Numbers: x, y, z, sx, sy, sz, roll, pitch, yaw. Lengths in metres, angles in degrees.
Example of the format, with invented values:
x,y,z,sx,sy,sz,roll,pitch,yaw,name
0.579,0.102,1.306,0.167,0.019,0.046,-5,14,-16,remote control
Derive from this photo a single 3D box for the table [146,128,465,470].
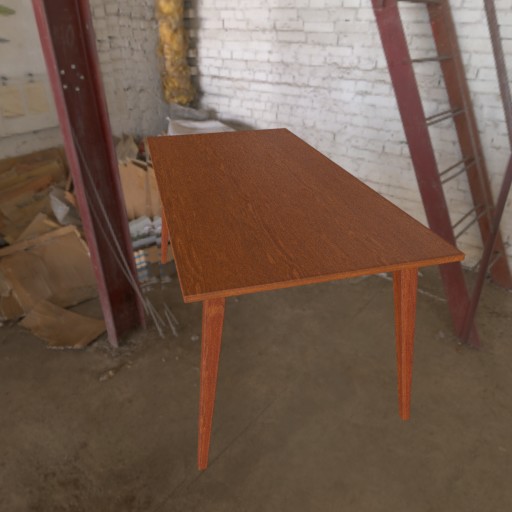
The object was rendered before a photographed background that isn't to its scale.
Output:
x,y,z,sx,sy,sz,roll,pitch,yaw,name
0.000,0.000,2.039,0.811,0.755,1.609,-8,30,-13,table
